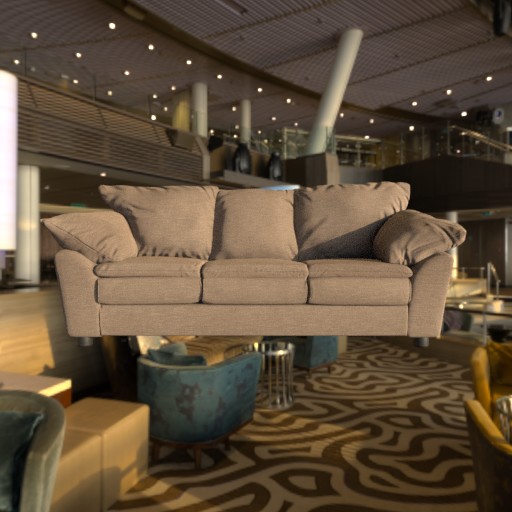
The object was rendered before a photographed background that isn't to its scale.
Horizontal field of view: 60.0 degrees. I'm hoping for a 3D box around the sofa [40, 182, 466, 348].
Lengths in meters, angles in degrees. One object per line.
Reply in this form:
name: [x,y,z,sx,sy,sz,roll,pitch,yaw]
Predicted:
sofa: [0.000,0.000,2.860,2.390,1.043,0.927,0,0,0]
